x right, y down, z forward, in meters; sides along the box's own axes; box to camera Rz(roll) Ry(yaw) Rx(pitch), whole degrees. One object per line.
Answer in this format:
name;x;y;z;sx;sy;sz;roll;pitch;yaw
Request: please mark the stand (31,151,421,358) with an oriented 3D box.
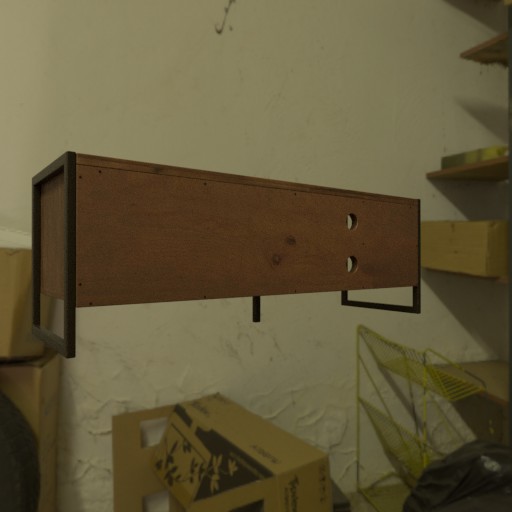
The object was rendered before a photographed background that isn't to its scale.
stand;0.000;0.000;1.699;1.480;0.506;0.454;0;0;-37
